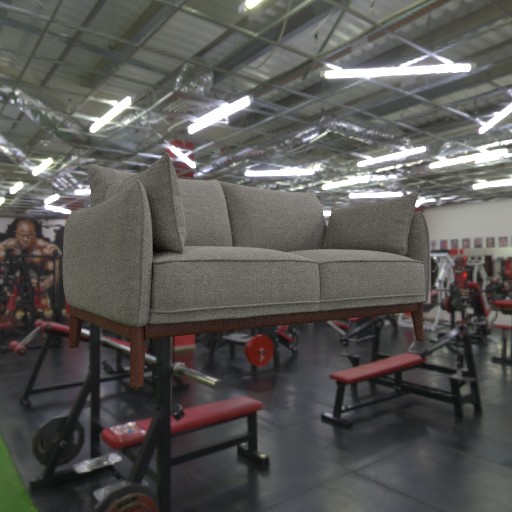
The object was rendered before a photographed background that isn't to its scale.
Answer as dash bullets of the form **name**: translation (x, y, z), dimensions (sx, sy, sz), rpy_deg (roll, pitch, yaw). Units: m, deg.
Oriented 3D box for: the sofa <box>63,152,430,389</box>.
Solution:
- **sofa**: translation (0.000, 0.000, 2.124), dimensions (1.580, 0.851, 0.972), rpy_deg (1, -1, -35)
